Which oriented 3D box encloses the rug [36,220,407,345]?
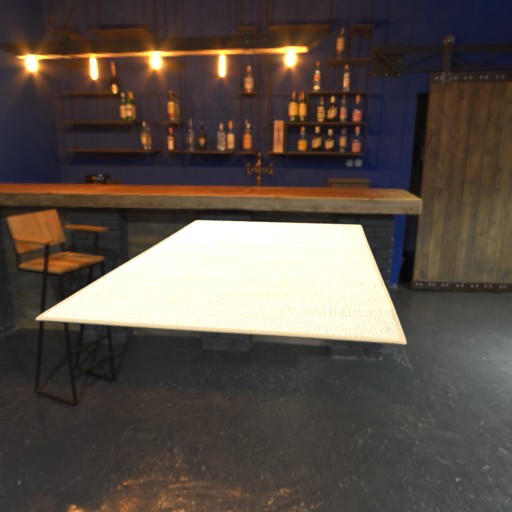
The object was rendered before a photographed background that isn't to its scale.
[{"bbox_3d":[0.000,0.000,2.023,1.062,0.013,1.667,2,15,9],"label":"rug"}]
